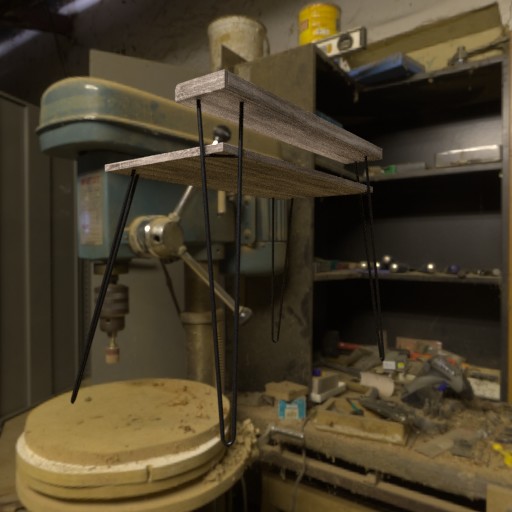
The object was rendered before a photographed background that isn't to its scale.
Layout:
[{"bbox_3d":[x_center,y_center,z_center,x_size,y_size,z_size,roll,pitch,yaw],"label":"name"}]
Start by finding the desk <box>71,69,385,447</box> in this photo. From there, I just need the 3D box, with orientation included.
[{"bbox_3d":[0.000,0.000,1.631,0.605,0.899,1.135,1,1,36],"label":"desk"}]
